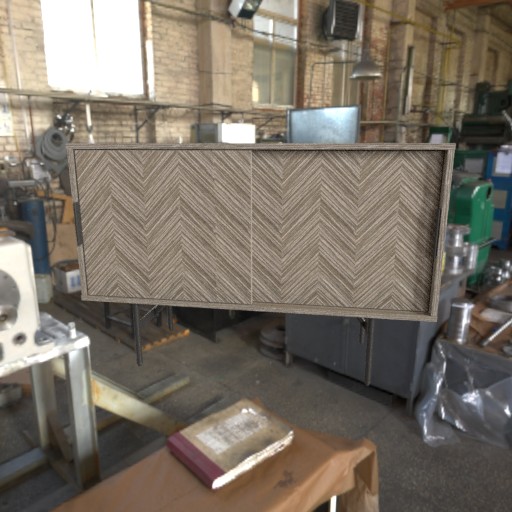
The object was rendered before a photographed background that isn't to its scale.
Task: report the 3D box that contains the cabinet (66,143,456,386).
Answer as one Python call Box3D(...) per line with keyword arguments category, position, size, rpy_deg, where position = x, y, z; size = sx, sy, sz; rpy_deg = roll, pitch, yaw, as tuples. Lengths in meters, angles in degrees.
Box3D(category="cabinet", position=(0.000, 0.000, 1.598), size=(1.194, 0.787, 0.405), rpy_deg=(2, 14, 9))
